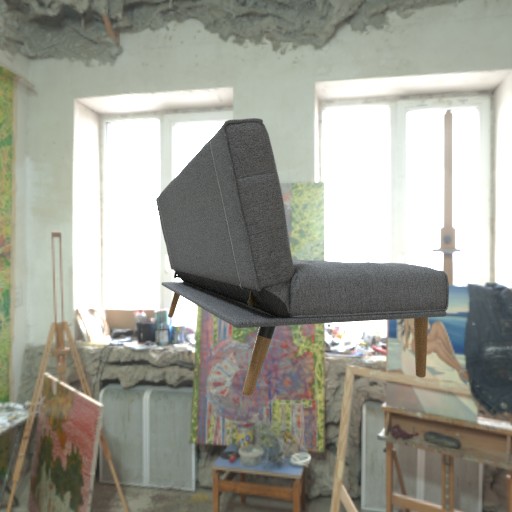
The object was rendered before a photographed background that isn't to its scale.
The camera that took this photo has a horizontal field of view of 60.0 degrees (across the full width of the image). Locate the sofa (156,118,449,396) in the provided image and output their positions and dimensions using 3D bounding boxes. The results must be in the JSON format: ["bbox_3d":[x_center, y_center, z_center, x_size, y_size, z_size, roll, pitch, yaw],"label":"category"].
[{"bbox_3d":[0.000,0.000,2.239,0.810,0.830,1.820,0,0,-19],"label":"sofa"}]
